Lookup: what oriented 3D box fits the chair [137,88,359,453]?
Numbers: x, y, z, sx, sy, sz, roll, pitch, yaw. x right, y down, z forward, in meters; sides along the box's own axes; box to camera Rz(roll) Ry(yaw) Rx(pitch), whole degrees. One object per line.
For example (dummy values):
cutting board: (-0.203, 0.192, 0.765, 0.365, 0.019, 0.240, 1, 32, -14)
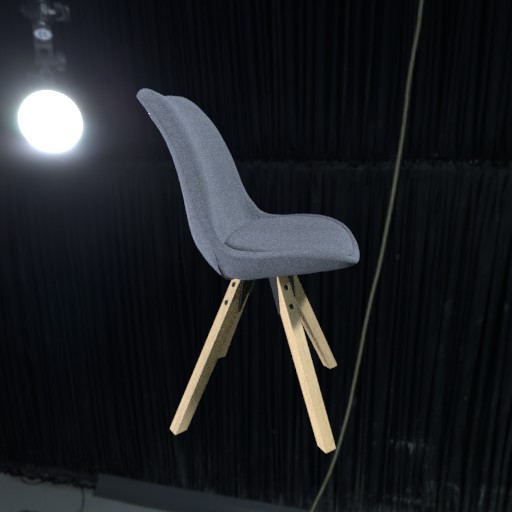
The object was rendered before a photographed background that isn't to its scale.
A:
chair: (0.000, 0.000, 1.214, 0.550, 0.850, 0.485, 3, 15, 10)
